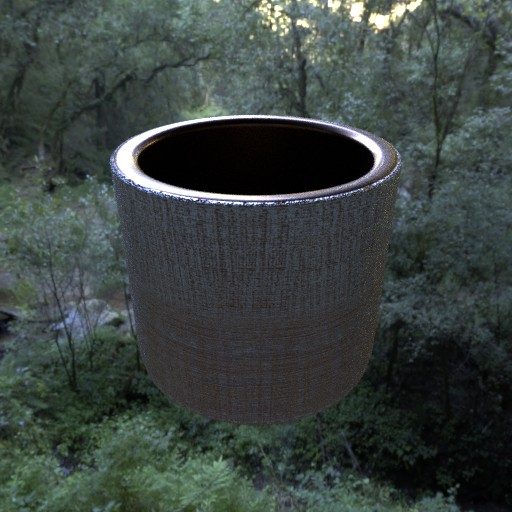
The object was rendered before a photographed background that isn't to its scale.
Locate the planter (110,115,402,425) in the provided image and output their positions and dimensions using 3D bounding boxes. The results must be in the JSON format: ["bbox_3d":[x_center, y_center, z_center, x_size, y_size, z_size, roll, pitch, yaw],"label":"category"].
[{"bbox_3d":[0.000,0.000,0.192,0.109,0.096,0.109,0,30,0],"label":"planter"}]
